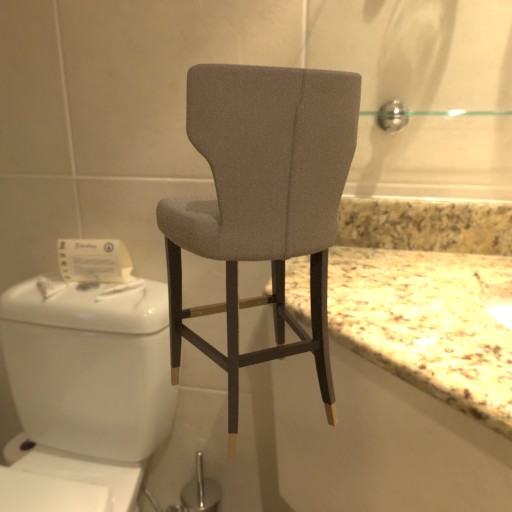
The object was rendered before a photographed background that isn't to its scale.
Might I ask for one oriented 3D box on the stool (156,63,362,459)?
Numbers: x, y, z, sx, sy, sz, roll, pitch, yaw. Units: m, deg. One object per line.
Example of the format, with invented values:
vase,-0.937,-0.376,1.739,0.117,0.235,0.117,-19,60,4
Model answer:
stool,0.000,0.000,1.437,0.526,1.092,0.563,-7,17,-24
